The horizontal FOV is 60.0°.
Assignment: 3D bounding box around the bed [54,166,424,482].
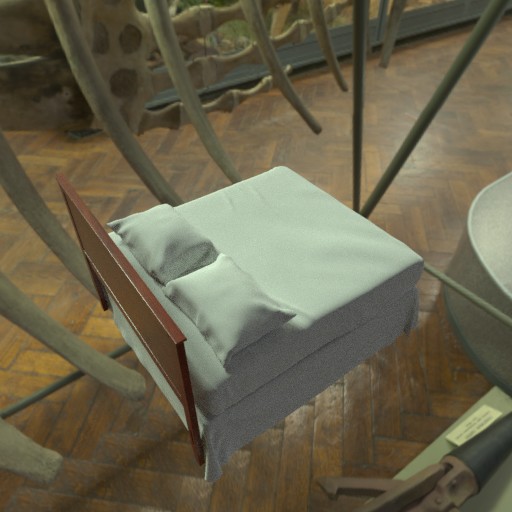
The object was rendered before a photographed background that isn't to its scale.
[{"bbox_3d":[0.000,0.000,3.230,2.050,1.270,1.870,-26,48,-26],"label":"bed"}]
